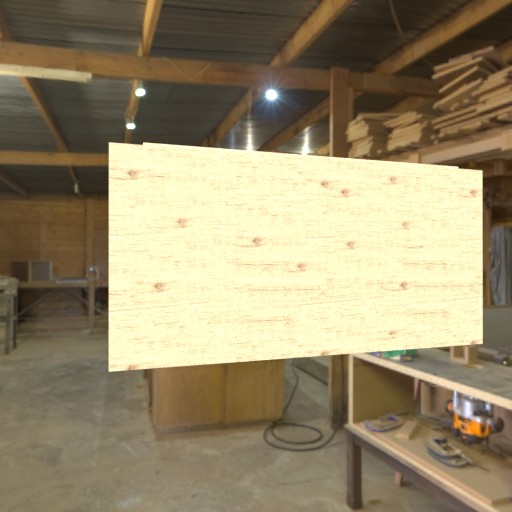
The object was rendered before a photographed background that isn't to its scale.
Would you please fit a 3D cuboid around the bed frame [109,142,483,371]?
[{"bbox_3d":[0.000,0.000,3.130,1.950,0.970,2.080,0,0,-18],"label":"bed frame"}]
